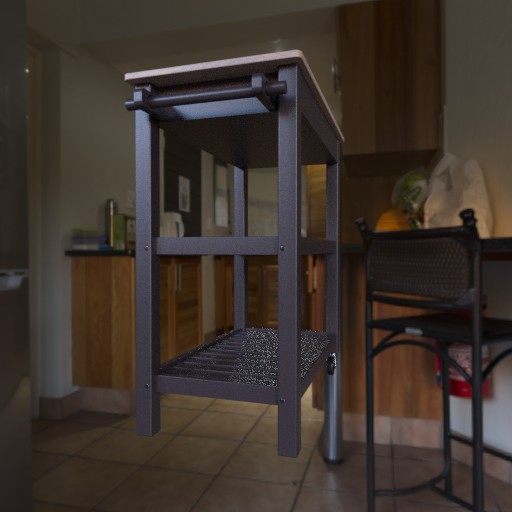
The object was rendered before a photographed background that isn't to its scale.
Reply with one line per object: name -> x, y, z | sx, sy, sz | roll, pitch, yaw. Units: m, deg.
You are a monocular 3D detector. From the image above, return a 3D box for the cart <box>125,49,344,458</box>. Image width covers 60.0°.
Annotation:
cart -> 0.000, 0.000, 1.423 | 0.457, 0.927, 0.899 | 0, 1, 18
